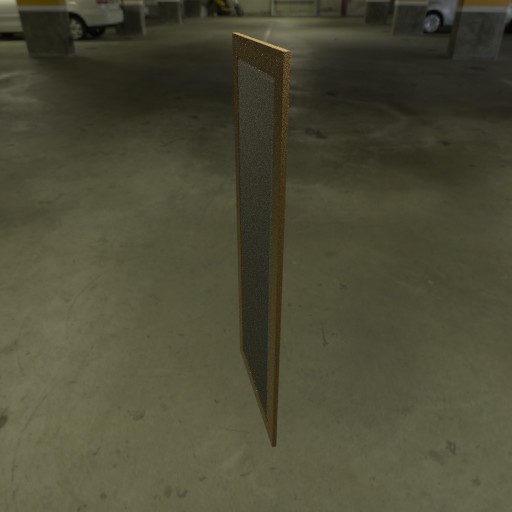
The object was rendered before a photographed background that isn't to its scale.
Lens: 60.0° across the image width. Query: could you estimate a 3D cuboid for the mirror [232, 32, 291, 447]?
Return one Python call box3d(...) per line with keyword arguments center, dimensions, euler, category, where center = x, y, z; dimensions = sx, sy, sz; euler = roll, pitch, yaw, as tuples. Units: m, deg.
box3d(center=(0.000, 0.000, 2.313), dimensions=(0.025, 2.031, 0.812), euler=(-8, 32, -13), category="mirror")
